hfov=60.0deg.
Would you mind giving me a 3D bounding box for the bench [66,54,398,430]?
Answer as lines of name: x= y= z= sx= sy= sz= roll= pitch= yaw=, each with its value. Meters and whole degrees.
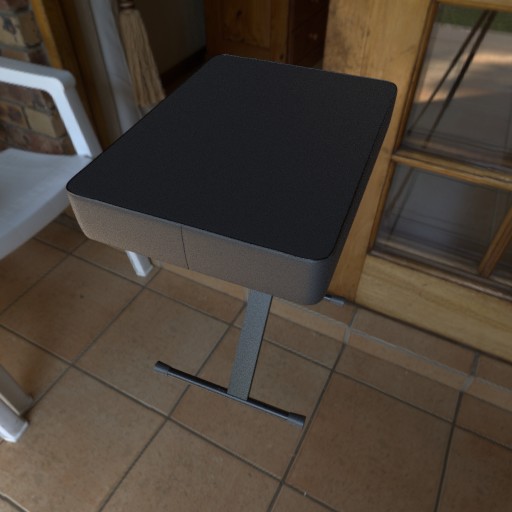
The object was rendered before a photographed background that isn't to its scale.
bench: x=0.000 y=0.000 z=0.780 sx=0.321 sy=0.500 sz=0.424 roll=16 pitch=48 yaw=15
